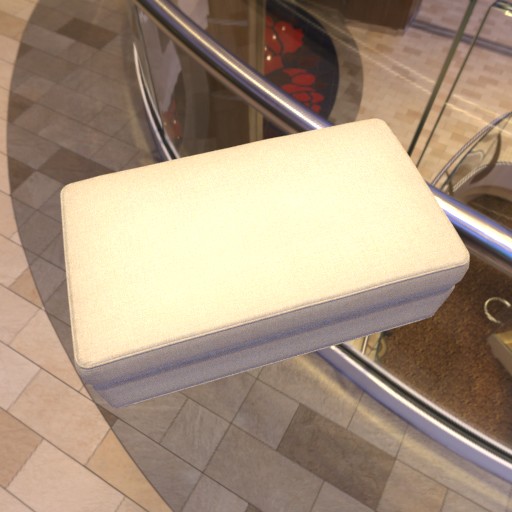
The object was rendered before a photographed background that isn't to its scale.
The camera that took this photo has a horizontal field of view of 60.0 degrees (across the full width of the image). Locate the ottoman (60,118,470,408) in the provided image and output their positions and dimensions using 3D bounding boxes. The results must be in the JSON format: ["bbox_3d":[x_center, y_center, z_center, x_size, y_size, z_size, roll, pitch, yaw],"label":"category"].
[{"bbox_3d":[0.000,0.000,1.437,1.097,0.461,0.617,-14,60,-8],"label":"ottoman"}]
